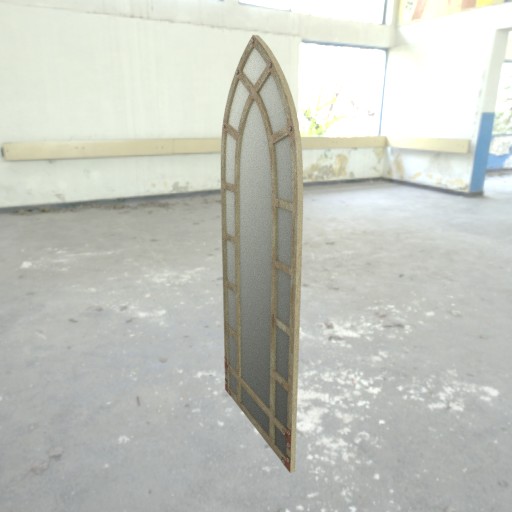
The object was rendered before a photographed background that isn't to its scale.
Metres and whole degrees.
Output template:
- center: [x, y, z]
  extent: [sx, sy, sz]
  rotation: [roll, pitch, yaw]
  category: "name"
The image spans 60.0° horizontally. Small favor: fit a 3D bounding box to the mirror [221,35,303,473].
- center: [0.000, 0.000, 1.299]
  extent: [0.025, 1.175, 0.464]
  rotation: [-9, 19, -26]
  category: "mirror"
